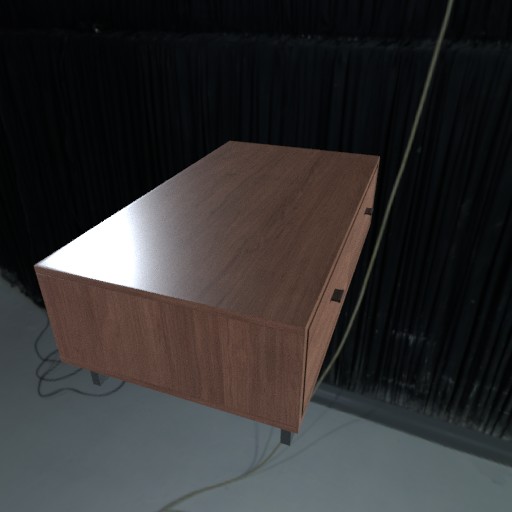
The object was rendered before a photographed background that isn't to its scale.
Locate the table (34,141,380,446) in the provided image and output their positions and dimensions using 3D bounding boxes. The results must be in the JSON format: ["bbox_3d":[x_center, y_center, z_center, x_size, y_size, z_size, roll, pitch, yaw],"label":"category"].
[{"bbox_3d":[0.000,0.000,1.334,0.600,0.380,1.020,10,31,18],"label":"table"}]
